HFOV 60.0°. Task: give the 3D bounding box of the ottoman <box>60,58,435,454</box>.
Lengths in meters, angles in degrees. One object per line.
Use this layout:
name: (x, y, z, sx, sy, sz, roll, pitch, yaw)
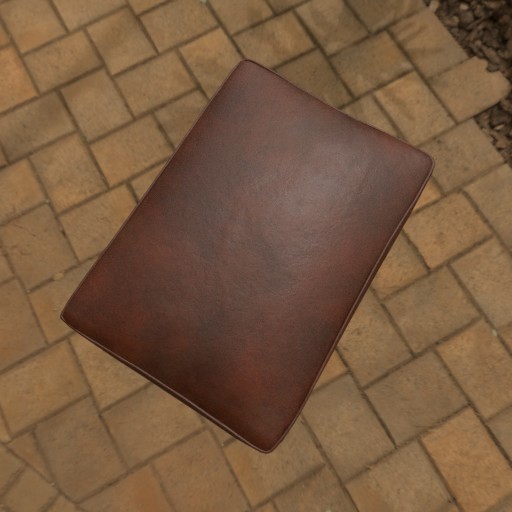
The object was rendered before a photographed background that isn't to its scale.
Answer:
ottoman: (0.000, 0.000, 1.000, 0.501, 0.432, 0.665, 31, 79, 7)
